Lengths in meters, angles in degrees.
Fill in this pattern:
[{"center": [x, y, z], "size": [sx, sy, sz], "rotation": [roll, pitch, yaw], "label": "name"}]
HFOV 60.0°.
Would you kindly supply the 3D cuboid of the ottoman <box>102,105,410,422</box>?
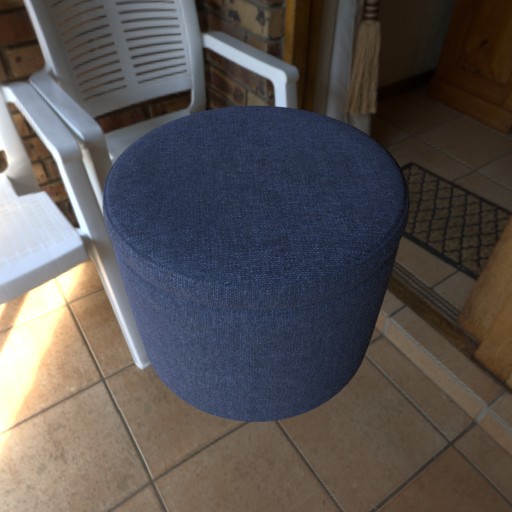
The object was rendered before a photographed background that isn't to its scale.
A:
[{"center": [0.000, 0.000, 0.893], "size": [0.520, 0.430, 0.520], "rotation": [0, 45, 0], "label": "ottoman"}]
